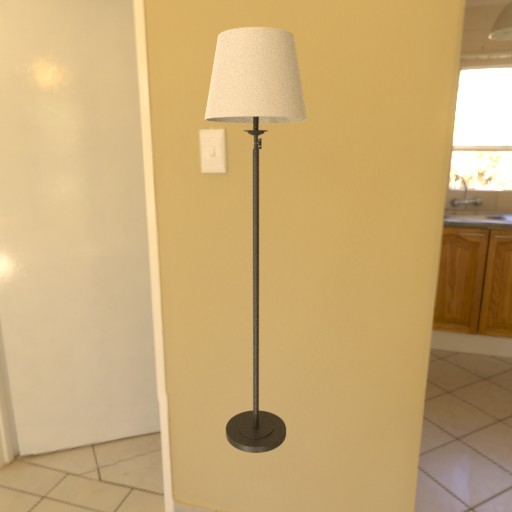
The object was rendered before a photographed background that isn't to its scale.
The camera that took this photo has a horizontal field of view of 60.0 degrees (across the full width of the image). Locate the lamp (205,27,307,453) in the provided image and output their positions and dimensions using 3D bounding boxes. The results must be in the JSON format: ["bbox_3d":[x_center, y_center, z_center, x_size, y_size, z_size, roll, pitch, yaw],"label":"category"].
[{"bbox_3d":[0.000,0.000,1.621,0.348,1.473,0.348,2,14,8],"label":"lamp"}]
